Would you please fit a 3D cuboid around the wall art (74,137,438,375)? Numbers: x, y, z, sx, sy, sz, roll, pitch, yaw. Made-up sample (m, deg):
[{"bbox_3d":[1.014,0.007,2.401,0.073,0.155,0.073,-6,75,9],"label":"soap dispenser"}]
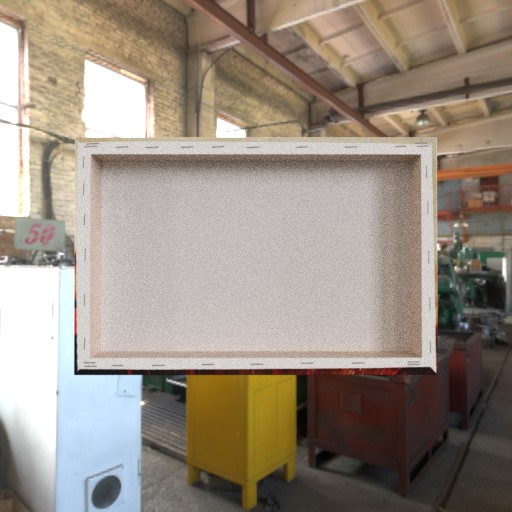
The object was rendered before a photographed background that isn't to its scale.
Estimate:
[{"bbox_3d":[0.000,0.000,0.485,0.383,0.251,0.037,0,-1,0],"label":"wall art"}]
